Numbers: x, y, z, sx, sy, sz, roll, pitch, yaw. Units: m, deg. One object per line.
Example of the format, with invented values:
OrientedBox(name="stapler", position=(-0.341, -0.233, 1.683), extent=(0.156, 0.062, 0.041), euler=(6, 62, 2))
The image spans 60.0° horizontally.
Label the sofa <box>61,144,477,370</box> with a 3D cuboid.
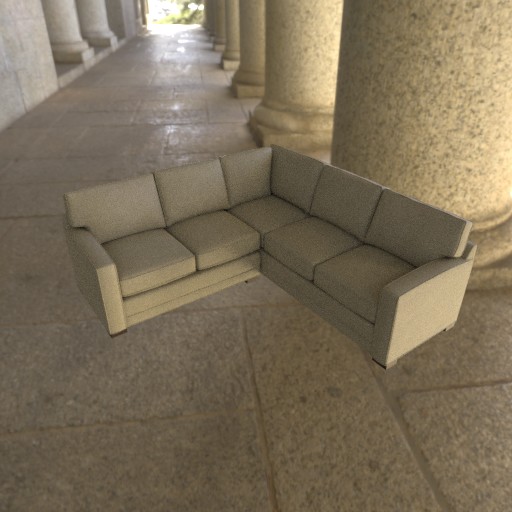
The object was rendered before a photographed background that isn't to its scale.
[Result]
OrientedBox(name="sofa", position=(0.000, 0.000, 3.342), extent=(2.188, 0.936, 2.211), euler=(-21, 36, -31))
